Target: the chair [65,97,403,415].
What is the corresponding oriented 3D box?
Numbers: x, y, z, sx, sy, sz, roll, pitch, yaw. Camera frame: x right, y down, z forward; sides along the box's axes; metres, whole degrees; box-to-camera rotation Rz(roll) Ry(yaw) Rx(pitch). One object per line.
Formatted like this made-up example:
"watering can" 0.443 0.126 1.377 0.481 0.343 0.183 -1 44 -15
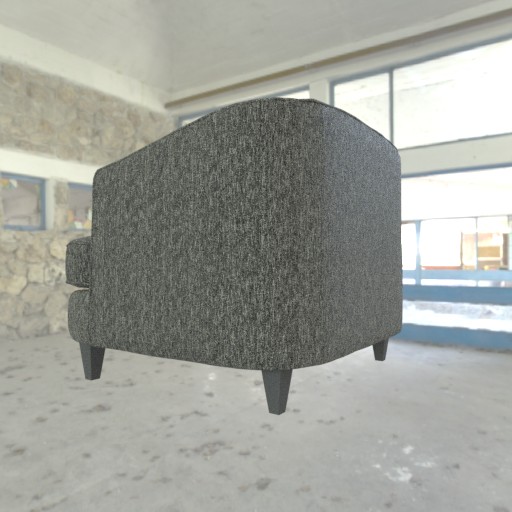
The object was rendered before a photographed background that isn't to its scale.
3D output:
"chair" 0.000 0.000 1.719 0.941 0.852 1.104 -1 -1 36
